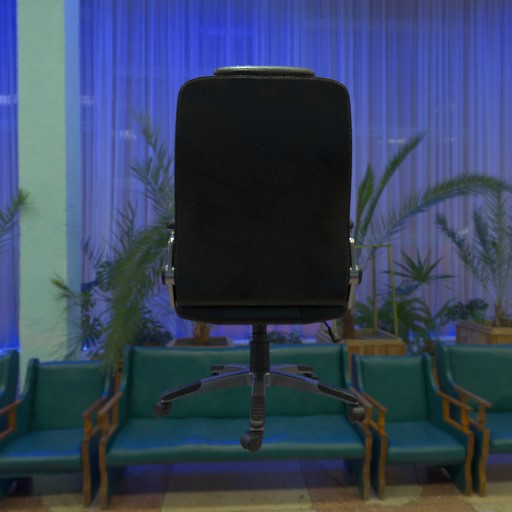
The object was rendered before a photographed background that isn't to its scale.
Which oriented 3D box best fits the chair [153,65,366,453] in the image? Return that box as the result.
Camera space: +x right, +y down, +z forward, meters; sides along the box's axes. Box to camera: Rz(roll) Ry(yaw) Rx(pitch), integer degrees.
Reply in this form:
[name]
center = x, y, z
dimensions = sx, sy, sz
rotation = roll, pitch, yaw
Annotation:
[chair]
center = 0.000, 0.000, 1.541
dimensions = 0.697, 1.075, 0.689
rotation = 0, 0, -2
